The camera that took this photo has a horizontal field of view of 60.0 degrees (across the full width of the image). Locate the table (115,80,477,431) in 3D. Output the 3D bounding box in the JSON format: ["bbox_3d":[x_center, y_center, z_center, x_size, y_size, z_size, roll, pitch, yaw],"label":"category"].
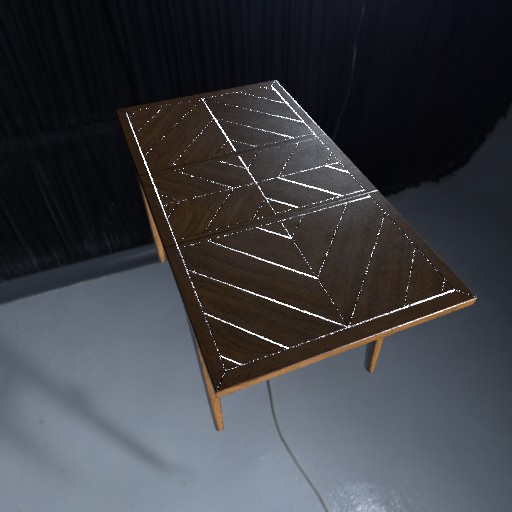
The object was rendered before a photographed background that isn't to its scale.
[{"bbox_3d":[0.000,0.000,1.847,0.757,0.760,1.400,-16,49,-15],"label":"table"}]
